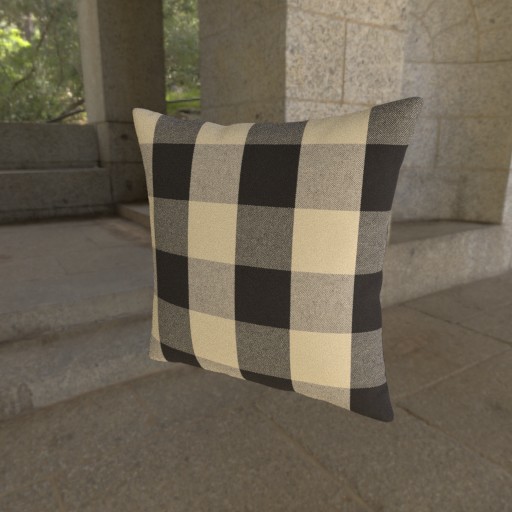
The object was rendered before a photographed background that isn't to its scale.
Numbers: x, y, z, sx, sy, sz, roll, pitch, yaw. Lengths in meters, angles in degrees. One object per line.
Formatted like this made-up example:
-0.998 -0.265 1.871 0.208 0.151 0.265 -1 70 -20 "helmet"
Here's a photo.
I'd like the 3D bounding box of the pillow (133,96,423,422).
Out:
0.000 0.000 0.778 0.511 0.509 0.161 7 16 26 "pillow"
